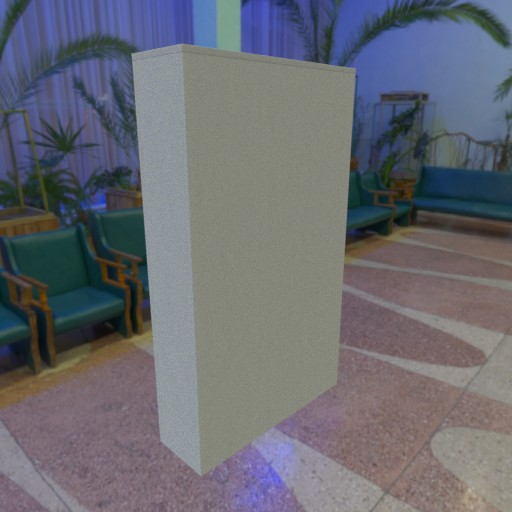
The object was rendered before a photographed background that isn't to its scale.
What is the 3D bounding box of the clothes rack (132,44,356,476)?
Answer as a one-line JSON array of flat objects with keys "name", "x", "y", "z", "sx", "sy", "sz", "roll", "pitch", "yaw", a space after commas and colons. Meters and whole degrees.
[{"name": "clothes rack", "x": 0.000, "y": 0.000, "z": 1.588, "sx": 0.750, "sy": 1.280, "sz": 0.250, "roll": -16, "pitch": 23, "yaw": -42}]
